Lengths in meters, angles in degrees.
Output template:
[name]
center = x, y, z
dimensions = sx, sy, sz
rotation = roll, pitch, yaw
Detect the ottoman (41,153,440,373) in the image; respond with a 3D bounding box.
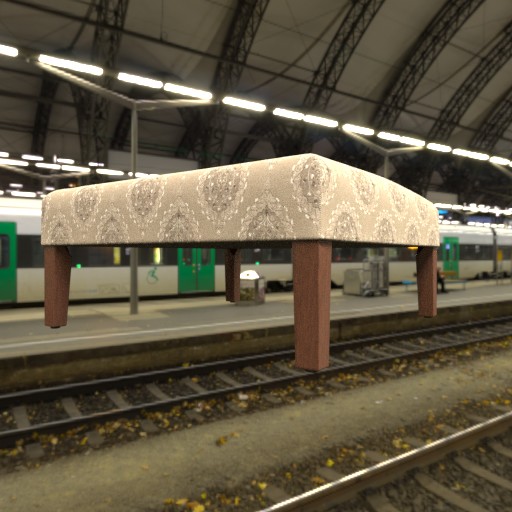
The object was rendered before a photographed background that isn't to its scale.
[ottoman]
center = 0.000, 0.000, 1.372
dimensions = 0.889, 0.411, 0.890
rotation = 0, 0, 35
